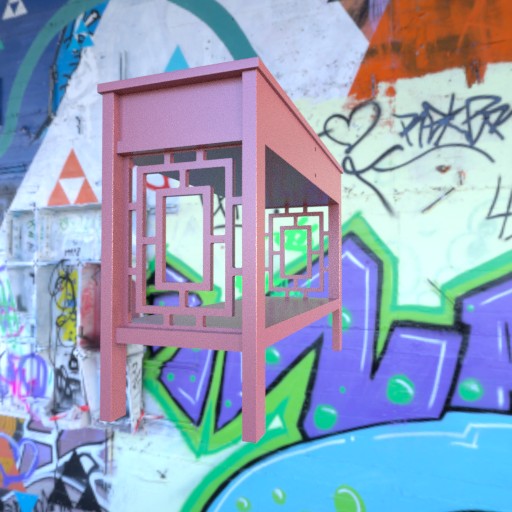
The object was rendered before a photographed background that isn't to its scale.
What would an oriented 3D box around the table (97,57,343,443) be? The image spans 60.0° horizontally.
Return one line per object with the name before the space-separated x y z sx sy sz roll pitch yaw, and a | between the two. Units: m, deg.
table | 0.000 0.000 1.426 0.397 0.753 1.068 0 -1 20
